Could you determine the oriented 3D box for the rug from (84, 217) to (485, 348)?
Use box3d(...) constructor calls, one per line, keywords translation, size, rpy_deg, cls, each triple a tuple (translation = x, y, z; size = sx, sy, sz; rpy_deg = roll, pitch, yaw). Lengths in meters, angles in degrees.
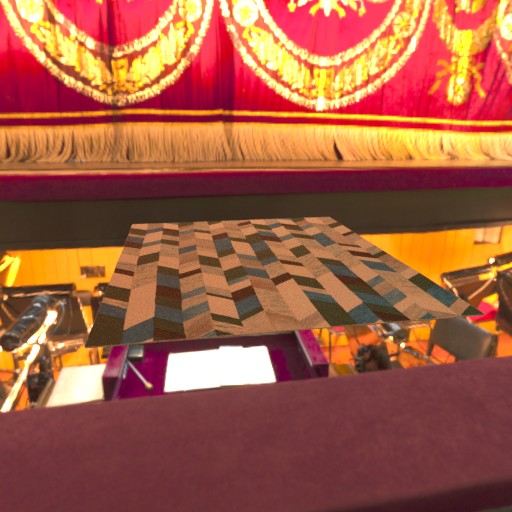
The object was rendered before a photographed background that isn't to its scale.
box3d(translation=(0.000, 0.000, 4.017), size=(2.440, 0.008, 3.036), rpy_deg=(-3, 17, -10), cls="rug")
